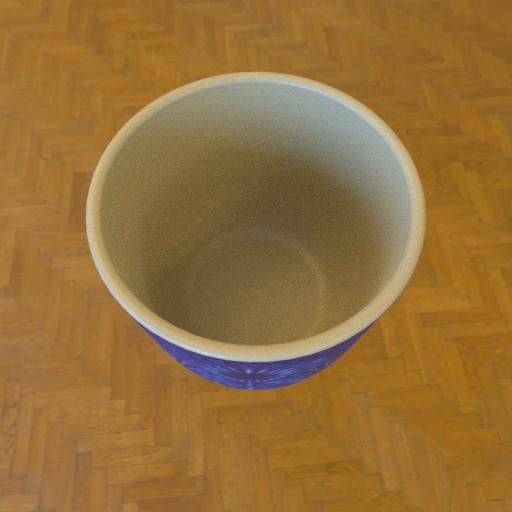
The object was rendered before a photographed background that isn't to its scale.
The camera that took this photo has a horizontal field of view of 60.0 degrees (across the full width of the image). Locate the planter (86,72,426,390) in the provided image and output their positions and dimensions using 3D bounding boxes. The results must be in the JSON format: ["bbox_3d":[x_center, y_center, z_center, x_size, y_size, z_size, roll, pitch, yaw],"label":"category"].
[{"bbox_3d":[0.000,0.000,0.211,0.124,0.109,0.124,0,64,0],"label":"planter"}]
